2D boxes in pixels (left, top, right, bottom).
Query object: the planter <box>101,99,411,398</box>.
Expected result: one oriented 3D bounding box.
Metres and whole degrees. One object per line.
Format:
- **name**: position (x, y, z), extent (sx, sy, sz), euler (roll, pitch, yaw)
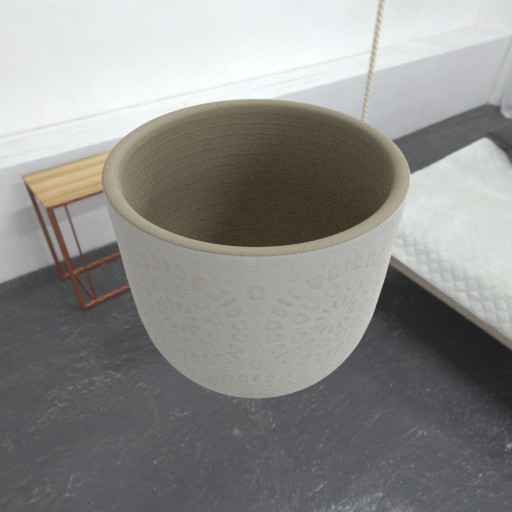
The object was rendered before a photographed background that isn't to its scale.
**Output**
- **planter**: position (0.000, 0.000, 0.219), extent (0.124, 0.109, 0.124), euler (0, 41, 0)
